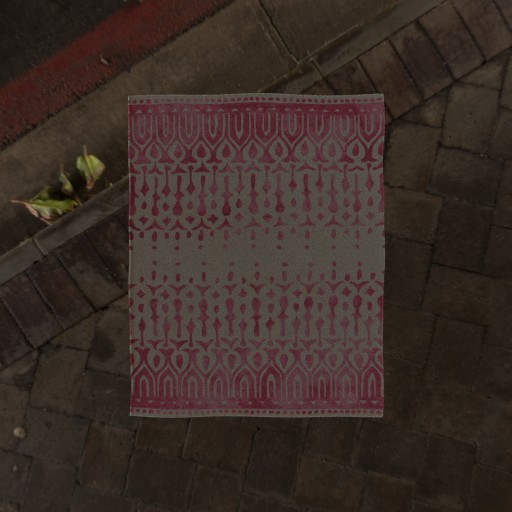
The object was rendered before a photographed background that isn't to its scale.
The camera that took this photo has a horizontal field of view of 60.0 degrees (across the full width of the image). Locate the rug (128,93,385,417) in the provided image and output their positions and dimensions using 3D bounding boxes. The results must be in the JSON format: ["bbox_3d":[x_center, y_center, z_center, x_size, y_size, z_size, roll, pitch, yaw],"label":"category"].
[{"bbox_3d":[0.000,0.000,4.222,2.441,0.016,3.095,0,90,1],"label":"rug"}]
